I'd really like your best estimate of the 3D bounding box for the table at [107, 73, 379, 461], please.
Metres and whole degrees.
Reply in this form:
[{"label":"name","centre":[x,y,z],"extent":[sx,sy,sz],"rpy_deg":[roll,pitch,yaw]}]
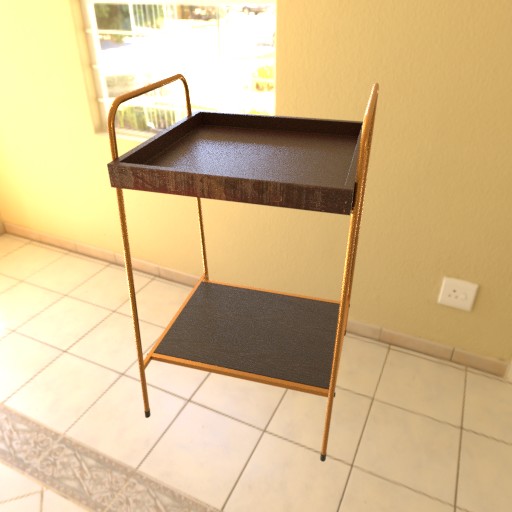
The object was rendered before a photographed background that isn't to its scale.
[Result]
[{"label":"table","centre":[0.000,0.000,0.990],"extent":[0.430,0.710,0.430],"rpy_deg":[8,32,13]}]
